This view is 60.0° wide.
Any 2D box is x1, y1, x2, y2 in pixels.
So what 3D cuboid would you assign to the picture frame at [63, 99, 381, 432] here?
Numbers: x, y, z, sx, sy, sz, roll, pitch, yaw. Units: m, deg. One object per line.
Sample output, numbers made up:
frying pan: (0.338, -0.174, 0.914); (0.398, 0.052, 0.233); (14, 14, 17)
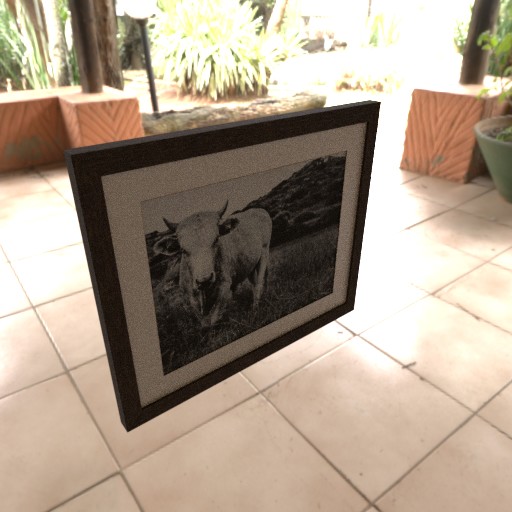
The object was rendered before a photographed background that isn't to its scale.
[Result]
picture frame: (0.000, 0.000, 0.762); (0.546, 0.455, 0.026); (-21, 35, -33)
